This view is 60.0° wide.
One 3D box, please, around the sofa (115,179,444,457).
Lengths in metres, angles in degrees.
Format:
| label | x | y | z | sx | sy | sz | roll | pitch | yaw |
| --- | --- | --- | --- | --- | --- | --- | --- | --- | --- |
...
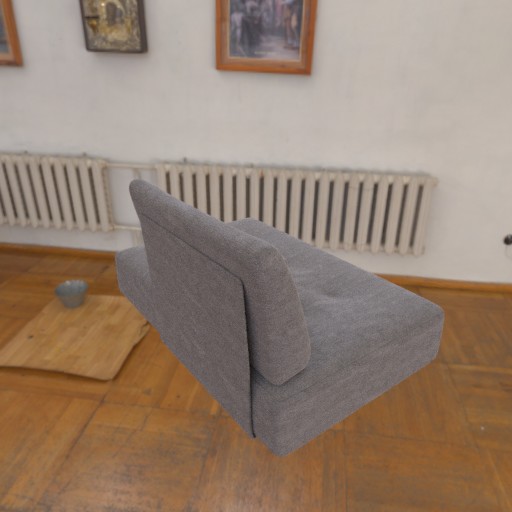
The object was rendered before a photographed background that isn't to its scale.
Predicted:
| label | x | y | z | sx | sy | sz | roll | pitch | yaw |
| --- | --- | --- | --- | --- | --- | --- | --- | --- | --- |
| sofa | 0.000 | 0.000 | 2.102 | 1.002 | 0.820 | 1.450 | -18 | 30 | -33 |
